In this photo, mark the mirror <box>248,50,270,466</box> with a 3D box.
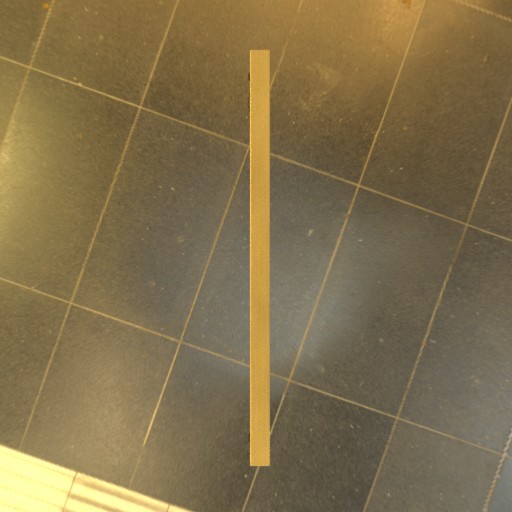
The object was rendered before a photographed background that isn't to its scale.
[{"bbox_3d":[0.000,0.000,1.319,0.040,1.016,0.762,0,91,-1],"label":"mirror"}]
